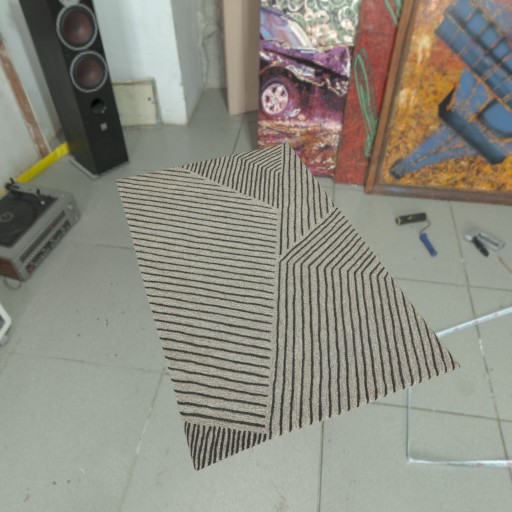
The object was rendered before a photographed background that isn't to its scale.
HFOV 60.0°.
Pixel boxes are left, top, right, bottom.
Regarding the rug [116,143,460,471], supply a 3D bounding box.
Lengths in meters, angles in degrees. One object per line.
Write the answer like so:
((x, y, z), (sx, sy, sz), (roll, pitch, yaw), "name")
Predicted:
((0.000, 0.000, 3.051), (1.539, 0.023, 2.406), (-16, 49, -14), "rug")
